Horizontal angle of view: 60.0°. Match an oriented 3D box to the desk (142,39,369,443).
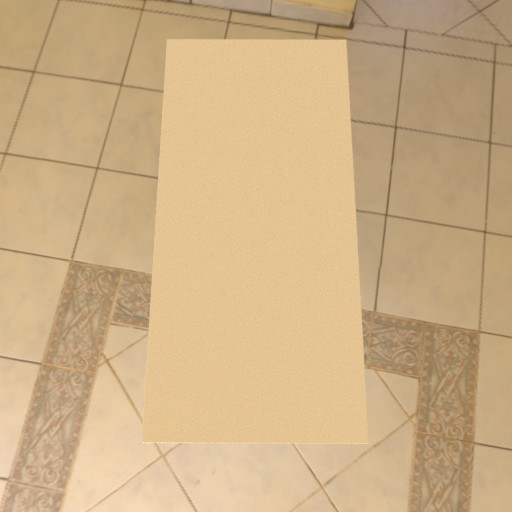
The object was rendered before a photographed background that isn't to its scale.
[{"bbox_3d":[0.000,0.000,1.492,0.509,0.780,1.059,0,76,0],"label":"desk"}]
